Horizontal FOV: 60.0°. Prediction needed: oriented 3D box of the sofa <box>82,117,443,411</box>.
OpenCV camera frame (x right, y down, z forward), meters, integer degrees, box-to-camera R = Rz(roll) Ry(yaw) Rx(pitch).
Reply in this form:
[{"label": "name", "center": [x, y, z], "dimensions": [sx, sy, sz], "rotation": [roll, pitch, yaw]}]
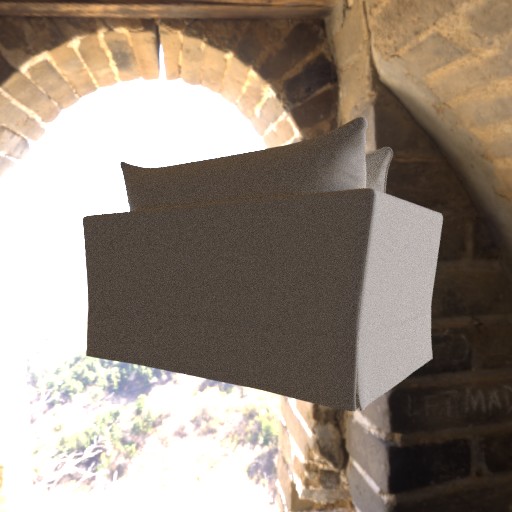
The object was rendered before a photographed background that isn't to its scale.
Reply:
[{"label": "sofa", "center": [0.000, 0.000, 2.279], "dimensions": [1.608, 1.039, 1.026], "rotation": [0, -1, 35]}]
